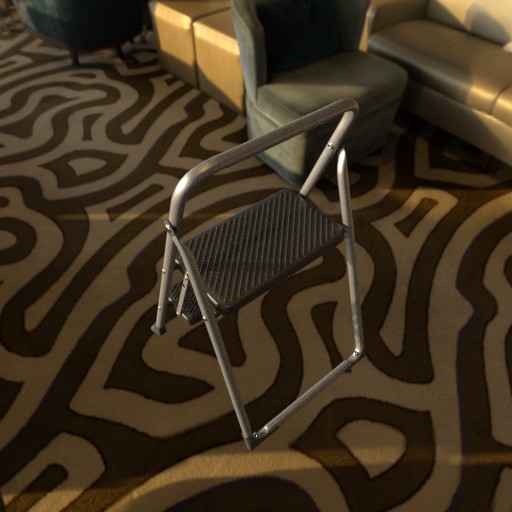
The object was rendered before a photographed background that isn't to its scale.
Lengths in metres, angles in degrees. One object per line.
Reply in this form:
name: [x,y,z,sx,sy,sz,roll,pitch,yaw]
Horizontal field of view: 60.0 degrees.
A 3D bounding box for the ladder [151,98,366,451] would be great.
ladder: [0.000,0.000,1.019,0.430,0.720,0.472,-31,54,-26]
